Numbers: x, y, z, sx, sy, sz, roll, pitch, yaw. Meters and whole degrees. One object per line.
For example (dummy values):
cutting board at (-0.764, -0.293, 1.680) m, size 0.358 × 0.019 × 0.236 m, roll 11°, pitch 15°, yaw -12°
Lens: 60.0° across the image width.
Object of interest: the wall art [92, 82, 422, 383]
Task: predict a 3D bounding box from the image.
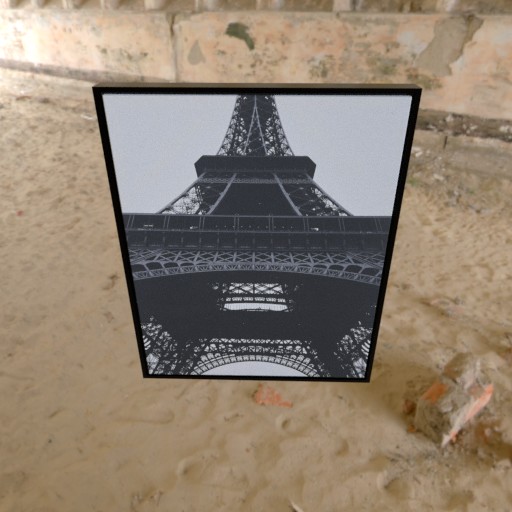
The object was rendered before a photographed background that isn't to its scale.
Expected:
wall art at (0.000, 0.000, 0.759) m, size 0.451 × 0.553 × 0.039 m, roll 1°, pitch 30°, yaw 1°
